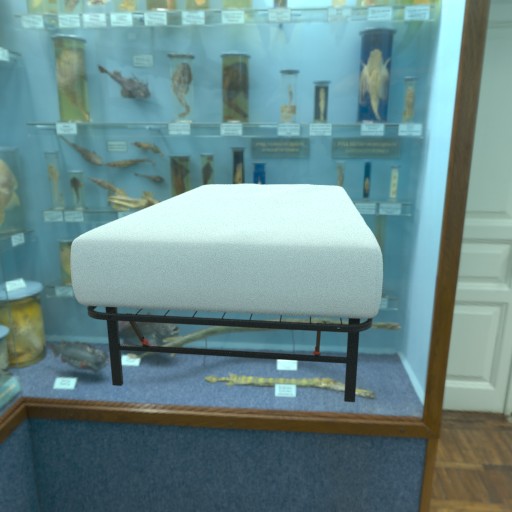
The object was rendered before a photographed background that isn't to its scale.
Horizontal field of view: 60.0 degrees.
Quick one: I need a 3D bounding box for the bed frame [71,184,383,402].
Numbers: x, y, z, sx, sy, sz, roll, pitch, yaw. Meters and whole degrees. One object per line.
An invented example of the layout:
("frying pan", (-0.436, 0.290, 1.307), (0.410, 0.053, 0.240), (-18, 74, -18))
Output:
("bed frame", (0.000, 0.000, 2.353), (1.025, 0.640, 1.908), (2, 15, 7))
